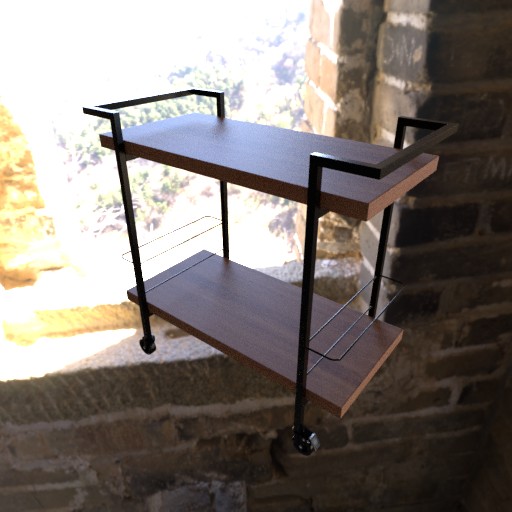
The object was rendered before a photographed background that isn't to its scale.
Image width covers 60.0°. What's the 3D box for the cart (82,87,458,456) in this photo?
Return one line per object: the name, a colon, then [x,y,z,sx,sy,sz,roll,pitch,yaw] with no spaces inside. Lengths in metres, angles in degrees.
cart: [0.000,0.000,1.226,0.806,0.762,0.406,21,35,33]
